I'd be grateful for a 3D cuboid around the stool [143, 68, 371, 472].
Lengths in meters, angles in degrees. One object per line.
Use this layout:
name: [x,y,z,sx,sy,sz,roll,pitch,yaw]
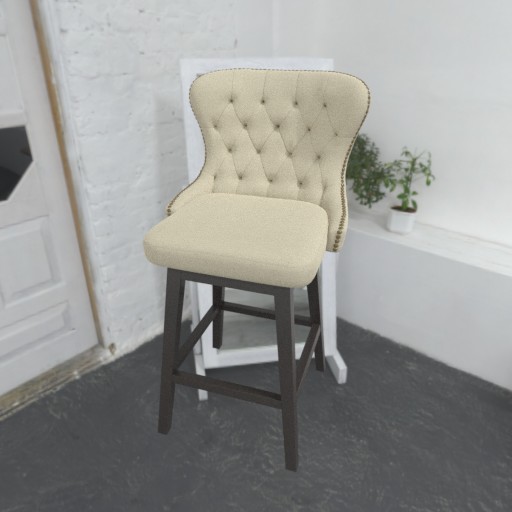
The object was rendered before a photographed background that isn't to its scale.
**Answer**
stool: [0.000,0.000,1.297,0.528,0.971,0.593,9,29,16]
